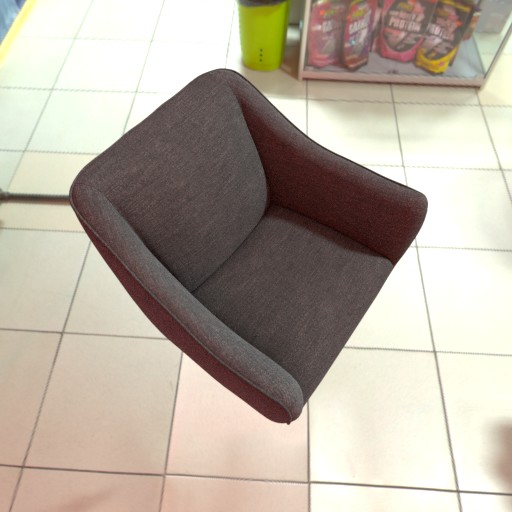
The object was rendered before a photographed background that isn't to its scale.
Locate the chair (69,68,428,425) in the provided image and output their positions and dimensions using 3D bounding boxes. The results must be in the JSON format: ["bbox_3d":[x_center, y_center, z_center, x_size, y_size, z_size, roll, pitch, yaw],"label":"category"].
[{"bbox_3d":[0.000,0.000,1.569,0.851,0.829,0.870,32,63,18],"label":"chair"}]
